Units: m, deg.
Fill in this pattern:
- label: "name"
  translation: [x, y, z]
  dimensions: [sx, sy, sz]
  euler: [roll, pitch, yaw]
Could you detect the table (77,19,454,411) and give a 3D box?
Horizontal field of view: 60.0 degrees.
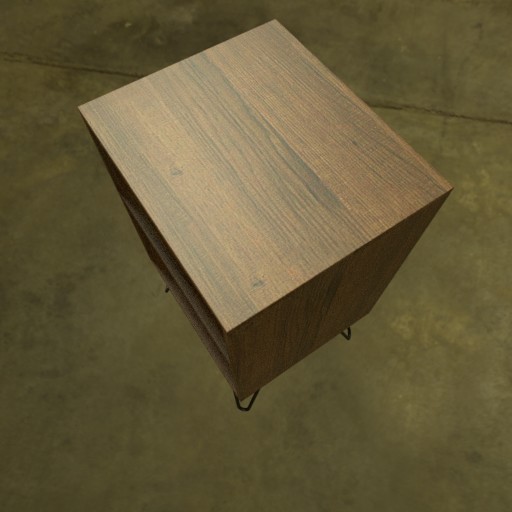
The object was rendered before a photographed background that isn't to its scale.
- label: "table"
  translation: [0.000, 0.000, 1.166]
  dimensions: [0.457, 0.866, 0.526]
  euler: [-31, 67, -15]
